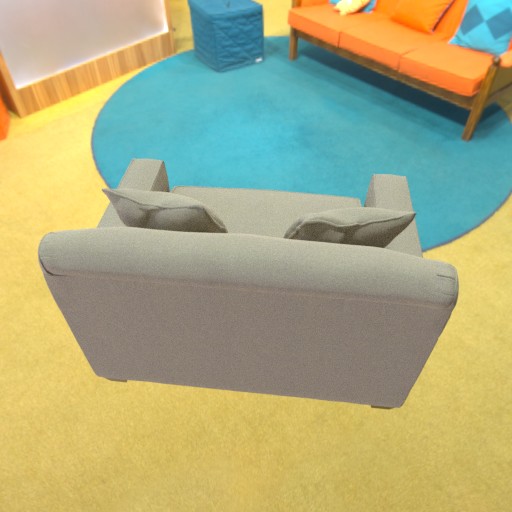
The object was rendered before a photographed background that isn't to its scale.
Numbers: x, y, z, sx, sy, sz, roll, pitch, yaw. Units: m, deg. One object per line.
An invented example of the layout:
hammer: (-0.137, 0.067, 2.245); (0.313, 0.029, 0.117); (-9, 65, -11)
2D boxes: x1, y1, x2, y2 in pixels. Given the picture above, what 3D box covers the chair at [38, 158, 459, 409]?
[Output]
chair: (0.000, 0.000, 2.020); (1.383, 0.948, 1.000); (5, 47, 4)
